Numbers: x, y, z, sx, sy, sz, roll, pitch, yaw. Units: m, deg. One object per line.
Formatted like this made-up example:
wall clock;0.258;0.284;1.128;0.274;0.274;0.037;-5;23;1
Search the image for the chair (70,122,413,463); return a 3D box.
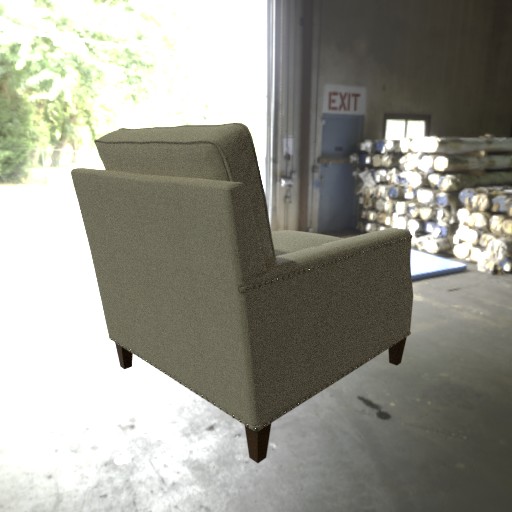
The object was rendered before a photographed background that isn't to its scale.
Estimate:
chair;0.000;0.000;1.695;1.014;0.943;0.853;-14;20;-43
